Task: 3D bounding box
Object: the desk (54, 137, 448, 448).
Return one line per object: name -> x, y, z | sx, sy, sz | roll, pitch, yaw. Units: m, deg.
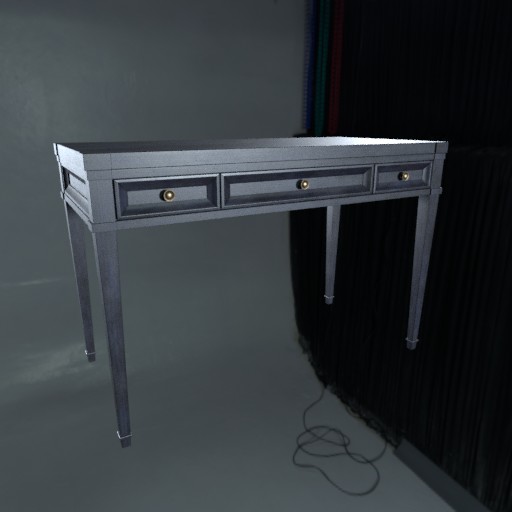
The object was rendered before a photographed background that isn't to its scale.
desk -> 0.000, 0.000, 1.732 | 1.289, 0.861, 0.630 | -9, 19, -28
